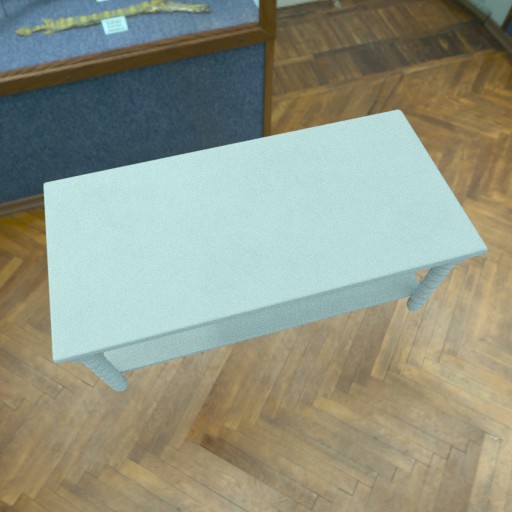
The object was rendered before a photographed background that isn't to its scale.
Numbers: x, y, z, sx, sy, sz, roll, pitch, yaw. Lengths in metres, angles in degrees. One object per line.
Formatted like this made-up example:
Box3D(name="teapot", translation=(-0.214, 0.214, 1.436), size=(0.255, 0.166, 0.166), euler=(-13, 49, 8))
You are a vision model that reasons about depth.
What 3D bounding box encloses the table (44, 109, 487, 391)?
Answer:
Box3D(name="table", translation=(0.000, 0.000, 1.483), size=(1.171, 0.487, 0.580), euler=(-14, 61, -8))
